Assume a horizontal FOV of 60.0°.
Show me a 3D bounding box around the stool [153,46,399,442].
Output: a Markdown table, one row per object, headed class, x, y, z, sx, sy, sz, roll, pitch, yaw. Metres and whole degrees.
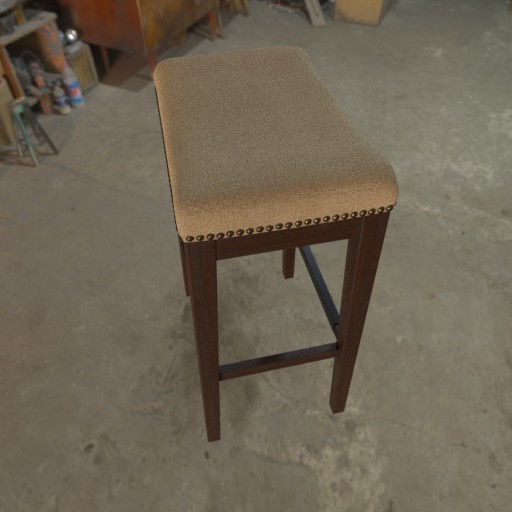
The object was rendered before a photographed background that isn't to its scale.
| class | x | y | z | sx | sy | sz | roll | pitch | yaw |
| --- | --- | --- | --- | --- | --- | --- | --- | --- | --- |
| stool | 0.000 | 0.000 | 1.039 | 0.363 | 0.768 | 0.509 | -9 | 47 | -9 |
